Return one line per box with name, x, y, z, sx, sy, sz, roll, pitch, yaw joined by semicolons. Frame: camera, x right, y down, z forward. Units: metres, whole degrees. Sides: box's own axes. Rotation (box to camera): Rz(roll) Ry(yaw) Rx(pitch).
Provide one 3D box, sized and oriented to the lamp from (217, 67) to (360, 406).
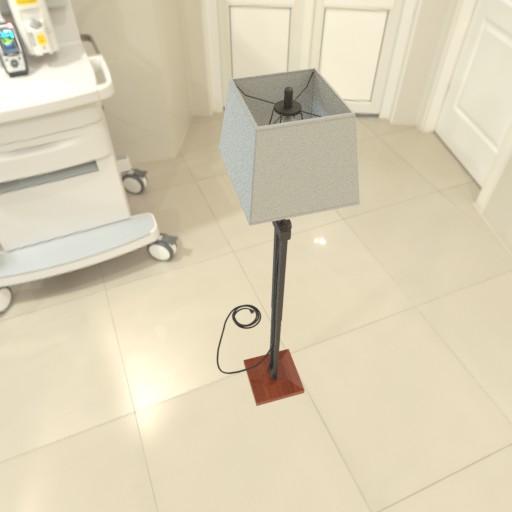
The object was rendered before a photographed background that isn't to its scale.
lamp;0.000;0.000;1.997;0.472;1.712;0.745;-12;48;-11
